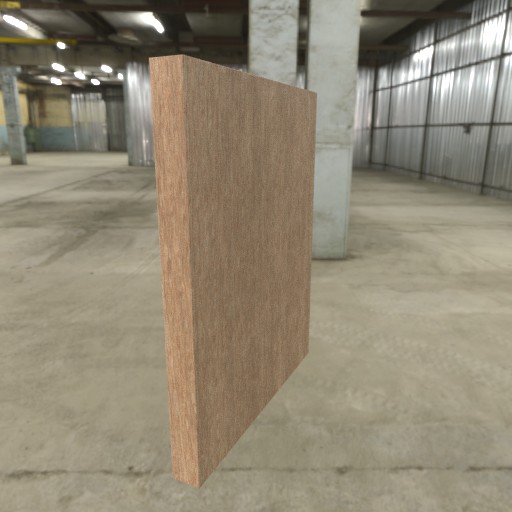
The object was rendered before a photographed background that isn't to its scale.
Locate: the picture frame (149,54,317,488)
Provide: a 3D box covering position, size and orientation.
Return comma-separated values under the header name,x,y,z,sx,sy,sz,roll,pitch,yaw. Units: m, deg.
name,x,y,z,sx,sy,sz,roll,pitch,yaw
picture frame,0.000,0.000,0.708,0.043,0.526,0.424,7,16,25
